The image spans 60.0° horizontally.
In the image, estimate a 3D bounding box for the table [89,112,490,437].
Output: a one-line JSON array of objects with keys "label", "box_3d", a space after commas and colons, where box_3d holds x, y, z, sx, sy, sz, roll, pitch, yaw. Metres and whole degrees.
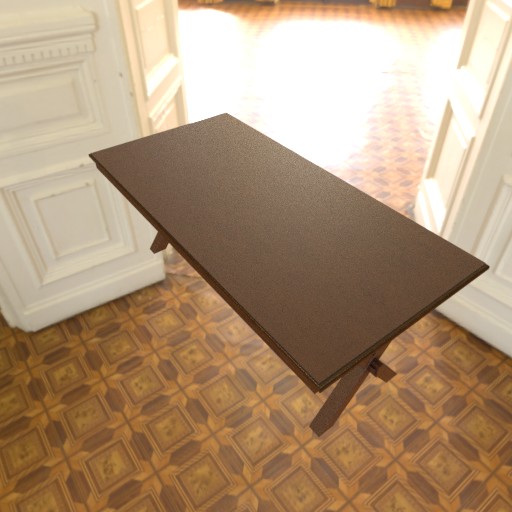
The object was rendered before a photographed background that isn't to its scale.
[{"label": "table", "box_3d": [0.000, 0.000, 1.504, 0.594, 0.459, 1.197, -26, 47, -27]}]
